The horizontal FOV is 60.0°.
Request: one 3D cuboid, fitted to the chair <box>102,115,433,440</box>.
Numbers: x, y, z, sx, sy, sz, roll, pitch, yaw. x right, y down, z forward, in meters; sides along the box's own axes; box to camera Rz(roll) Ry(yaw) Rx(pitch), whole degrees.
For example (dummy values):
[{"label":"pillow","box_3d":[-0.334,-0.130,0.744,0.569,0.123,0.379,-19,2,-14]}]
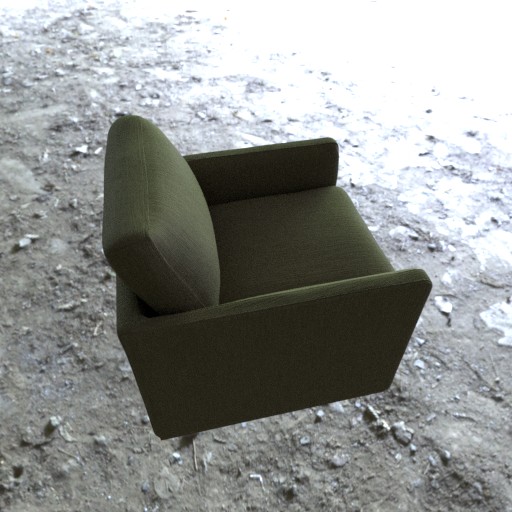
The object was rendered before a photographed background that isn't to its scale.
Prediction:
[{"label":"chair","box_3d":[0.000,0.000,1.471,0.834,0.811,0.763,-9,45,-9]}]
